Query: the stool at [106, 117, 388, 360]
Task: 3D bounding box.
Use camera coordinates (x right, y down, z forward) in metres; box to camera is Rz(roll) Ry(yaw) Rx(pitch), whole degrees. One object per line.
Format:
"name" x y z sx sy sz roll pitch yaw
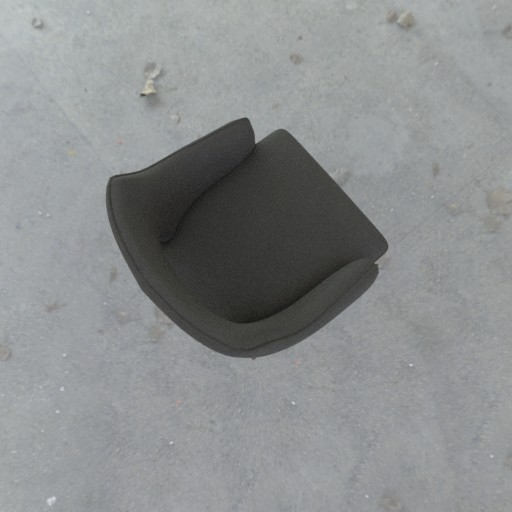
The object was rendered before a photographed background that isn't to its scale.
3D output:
"stool" 0.000 0.000 1.284 0.558 0.912 0.548 -38 79 -9
